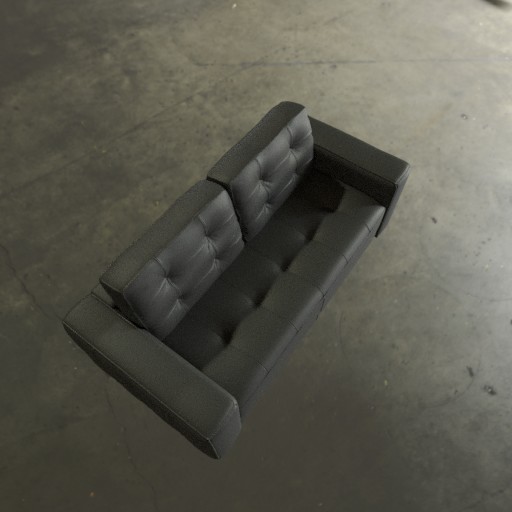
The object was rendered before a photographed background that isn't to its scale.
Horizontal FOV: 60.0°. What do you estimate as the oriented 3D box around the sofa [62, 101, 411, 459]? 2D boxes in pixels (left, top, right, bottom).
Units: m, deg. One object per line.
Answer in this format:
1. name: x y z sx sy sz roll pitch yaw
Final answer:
1. sofa: 0.000 0.000 2.250 0.833 0.893 1.726 32 63 18
